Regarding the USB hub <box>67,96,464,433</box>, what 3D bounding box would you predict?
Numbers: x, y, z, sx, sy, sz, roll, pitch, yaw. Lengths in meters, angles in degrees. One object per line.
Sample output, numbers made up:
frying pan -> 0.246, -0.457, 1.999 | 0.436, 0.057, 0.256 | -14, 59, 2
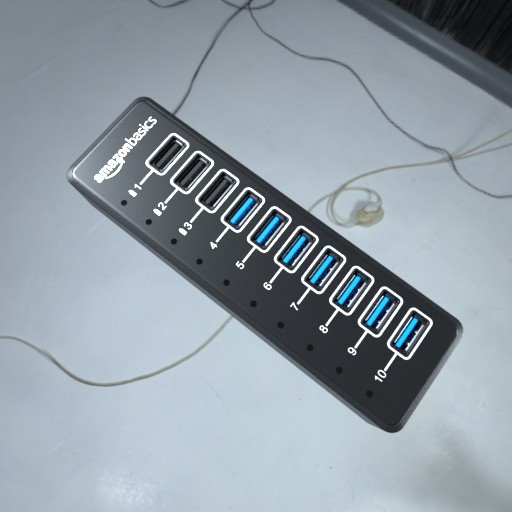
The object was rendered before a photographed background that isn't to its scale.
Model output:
USB hub -> 0.000, 0.000, 0.164 | 0.145, 0.023, 0.044 | 37, 78, 9
